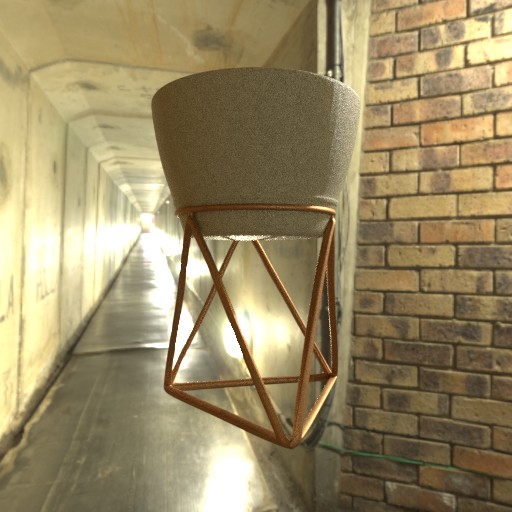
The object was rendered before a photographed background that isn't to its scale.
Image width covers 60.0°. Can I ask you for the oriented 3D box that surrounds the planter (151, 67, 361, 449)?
[{"bbox_3d":[0.000,0.000,0.763,0.350,0.504,0.350,0,0,18],"label":"planter"}]
